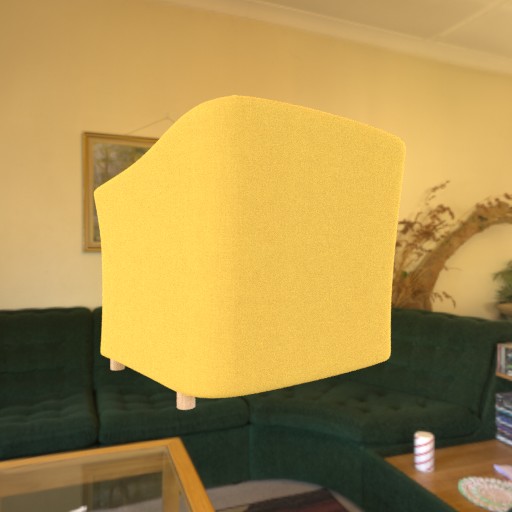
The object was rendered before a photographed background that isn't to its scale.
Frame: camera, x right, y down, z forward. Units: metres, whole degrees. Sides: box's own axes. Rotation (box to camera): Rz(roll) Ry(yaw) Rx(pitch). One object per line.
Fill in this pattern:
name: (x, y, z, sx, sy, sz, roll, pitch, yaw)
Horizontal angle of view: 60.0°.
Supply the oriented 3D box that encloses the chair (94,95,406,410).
chair: (0.000, 0.000, 1.388, 0.790, 0.720, 0.700, 0, 0, -38)
